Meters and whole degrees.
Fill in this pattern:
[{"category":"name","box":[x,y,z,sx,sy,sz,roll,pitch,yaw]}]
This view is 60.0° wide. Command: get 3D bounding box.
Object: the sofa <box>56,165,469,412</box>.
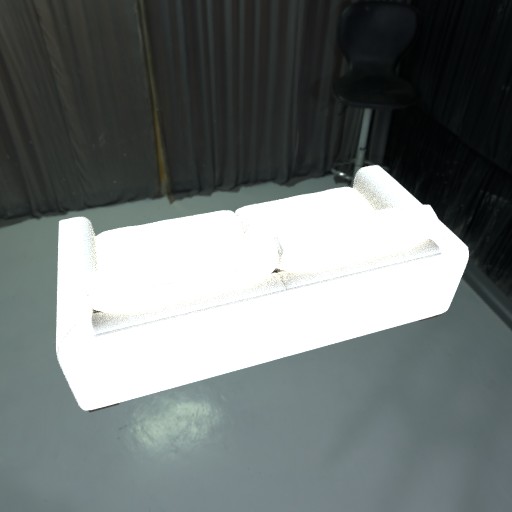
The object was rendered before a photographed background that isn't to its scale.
[{"category":"sofa","box":[0.000,0.000,2.722,2.262,0.801,1.070,-12,42,-14]}]
